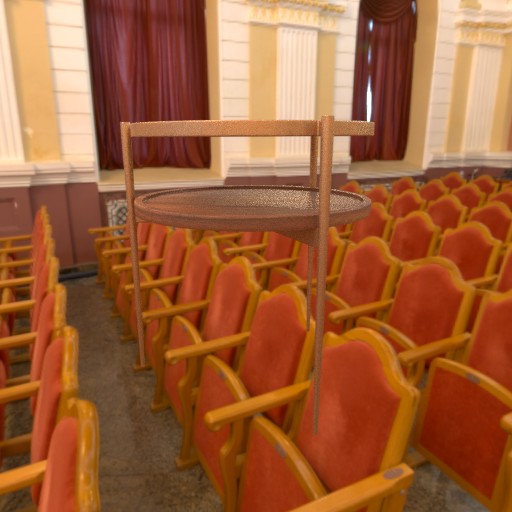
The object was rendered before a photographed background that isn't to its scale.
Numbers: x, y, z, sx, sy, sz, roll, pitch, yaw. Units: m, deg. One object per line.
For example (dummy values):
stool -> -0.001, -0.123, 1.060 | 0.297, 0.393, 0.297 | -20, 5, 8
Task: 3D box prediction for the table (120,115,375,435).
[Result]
table -> 0.000, 0.000, 0.846 | 0.430, 0.493, 0.456 | -7, 16, -25
